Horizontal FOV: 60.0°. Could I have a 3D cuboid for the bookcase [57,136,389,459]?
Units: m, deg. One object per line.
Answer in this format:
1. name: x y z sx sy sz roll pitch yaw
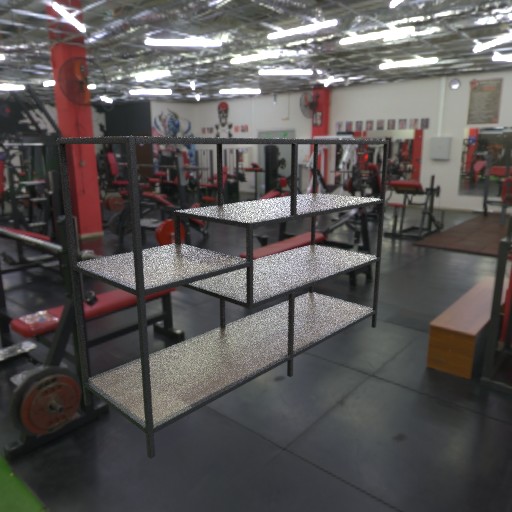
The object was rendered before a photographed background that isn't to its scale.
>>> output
1. bookcase: 0.000 0.000 1.532 0.350 0.780 1.140 13 19 42
